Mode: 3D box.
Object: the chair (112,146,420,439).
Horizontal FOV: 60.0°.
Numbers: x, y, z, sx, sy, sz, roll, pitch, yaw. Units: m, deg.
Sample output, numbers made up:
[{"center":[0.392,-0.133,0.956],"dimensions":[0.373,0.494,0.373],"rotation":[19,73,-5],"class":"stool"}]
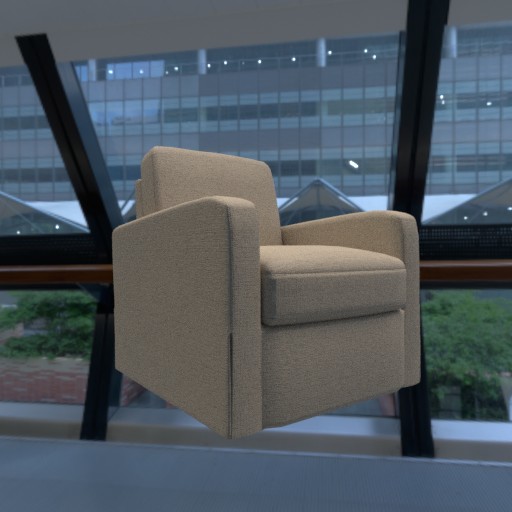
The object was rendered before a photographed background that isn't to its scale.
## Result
[{"center":[0.000,0.000,1.551],"dimensions":[0.755,0.827,0.888],"rotation":[-1,1,-37],"class":"chair"}]
